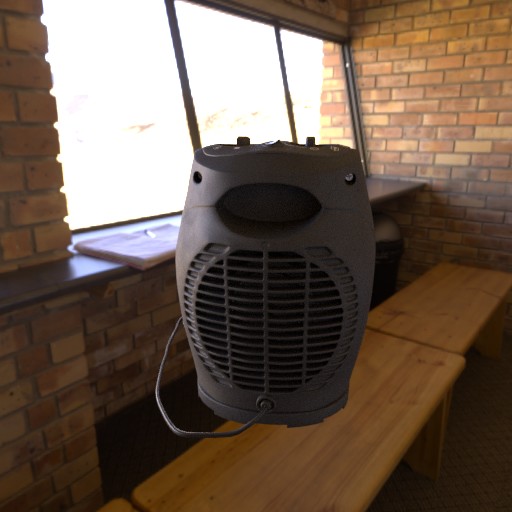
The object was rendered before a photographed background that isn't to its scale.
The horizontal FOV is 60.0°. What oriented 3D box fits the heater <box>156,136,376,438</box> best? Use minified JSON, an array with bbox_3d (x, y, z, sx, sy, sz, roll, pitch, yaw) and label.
[{"bbox_3d":[0.000,0.000,0.484,0.239,0.255,0.291,2,16,7],"label":"heater"}]
